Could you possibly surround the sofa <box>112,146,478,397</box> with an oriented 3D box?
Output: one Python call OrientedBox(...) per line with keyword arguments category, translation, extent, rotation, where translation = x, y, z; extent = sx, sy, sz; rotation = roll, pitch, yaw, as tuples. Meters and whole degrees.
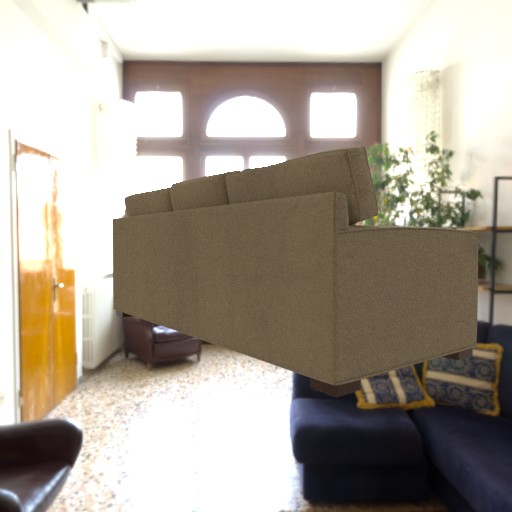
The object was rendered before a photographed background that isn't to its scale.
OrientedBox(category="sofa", translation=(0.000, 0.000, 2.525), extent=(0.936, 0.862, 2.093), rotation=(-1, 2, -37))
